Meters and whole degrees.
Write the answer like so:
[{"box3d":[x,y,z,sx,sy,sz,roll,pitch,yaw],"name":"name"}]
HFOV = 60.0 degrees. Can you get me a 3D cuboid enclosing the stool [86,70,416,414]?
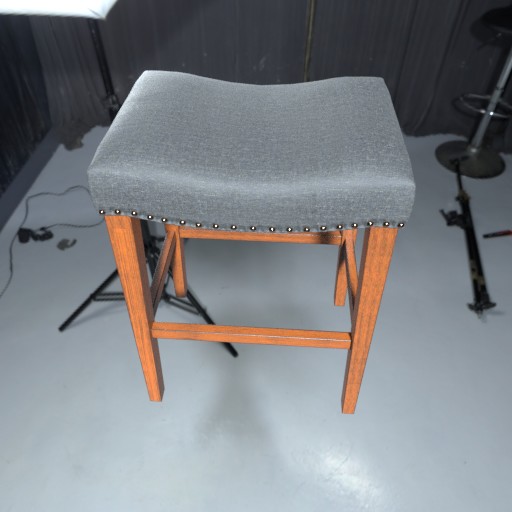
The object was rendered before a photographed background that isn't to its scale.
[{"box3d":[0.000,0.000,0.848,0.439,0.612,0.320,3,46,3],"name":"stool"}]
